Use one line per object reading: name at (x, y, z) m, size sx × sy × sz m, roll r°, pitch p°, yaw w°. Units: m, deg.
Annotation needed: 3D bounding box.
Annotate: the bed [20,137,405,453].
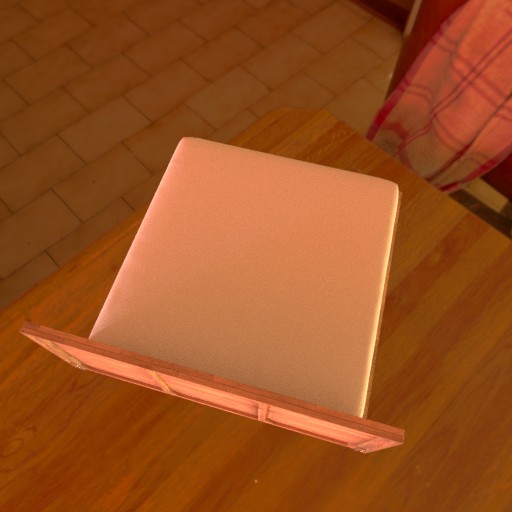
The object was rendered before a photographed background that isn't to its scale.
bed at (0.000, 0.000, 3.282) m, size 2.116 × 1.100 × 2.167 m, roll 14°, pitch 64°, yaw 7°
